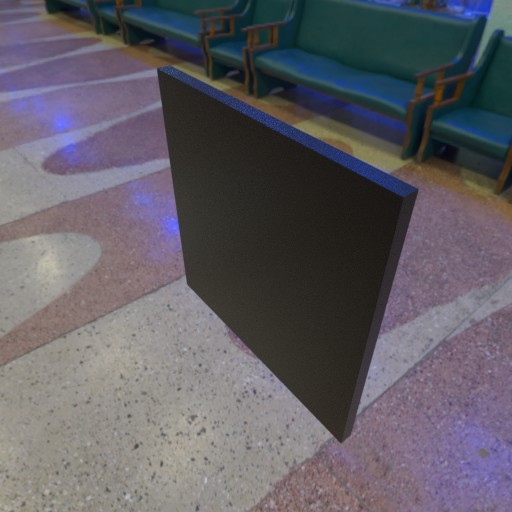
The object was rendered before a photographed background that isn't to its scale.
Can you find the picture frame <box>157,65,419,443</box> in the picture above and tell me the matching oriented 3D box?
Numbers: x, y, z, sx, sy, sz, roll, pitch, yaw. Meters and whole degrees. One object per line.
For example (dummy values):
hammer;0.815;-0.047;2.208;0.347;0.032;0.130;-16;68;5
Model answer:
picture frame;0.000;0.000;0.842;0.029;0.557;0.559;-27;47;-28
